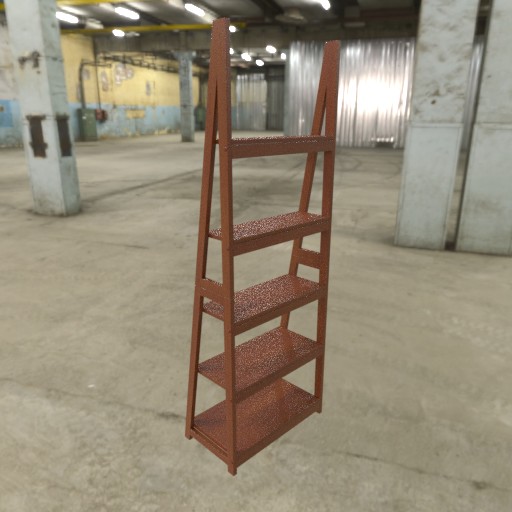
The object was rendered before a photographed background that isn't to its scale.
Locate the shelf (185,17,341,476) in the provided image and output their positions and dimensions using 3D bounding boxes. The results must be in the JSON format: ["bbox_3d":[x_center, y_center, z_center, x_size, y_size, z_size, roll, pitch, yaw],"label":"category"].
[{"bbox_3d":[0.000,0.000,1.982,0.630,1.780,0.356,-16,24,-42],"label":"shelf"}]
